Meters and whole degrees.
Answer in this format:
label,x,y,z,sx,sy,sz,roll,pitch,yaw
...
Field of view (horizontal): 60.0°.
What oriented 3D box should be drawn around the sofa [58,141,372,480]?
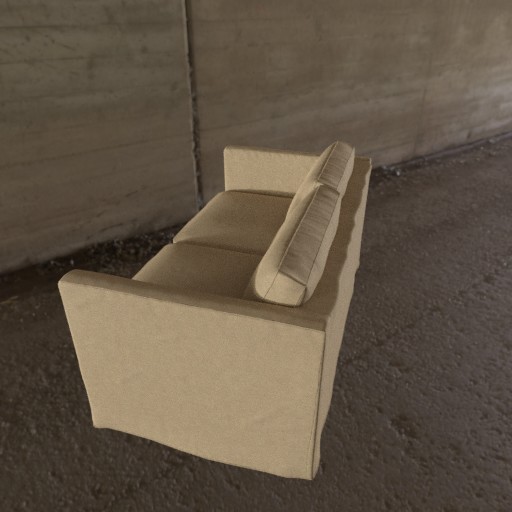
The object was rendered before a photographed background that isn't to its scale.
label,x,y,z,sx,sy,sz,roll,pitch,yaw
sofa,0.000,0.000,2.220,0.962,0.835,1.719,9,31,15
